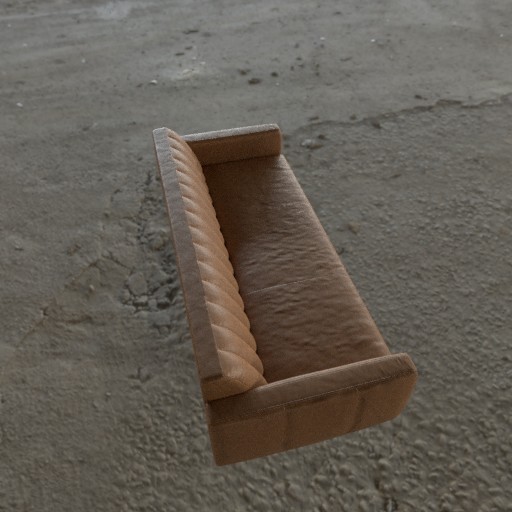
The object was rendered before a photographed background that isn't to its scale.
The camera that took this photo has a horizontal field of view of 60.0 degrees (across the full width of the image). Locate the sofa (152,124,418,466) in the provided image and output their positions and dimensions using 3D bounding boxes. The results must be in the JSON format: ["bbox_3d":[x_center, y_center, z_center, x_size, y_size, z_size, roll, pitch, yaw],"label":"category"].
[{"bbox_3d":[0.000,0.000,2.798,0.990,0.821,2.291,-11,47,-10],"label":"sofa"}]
